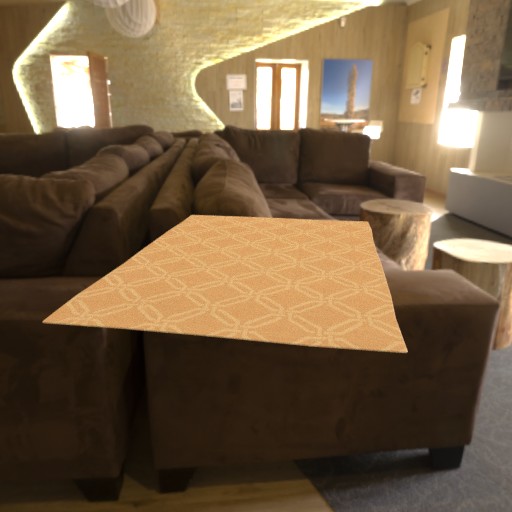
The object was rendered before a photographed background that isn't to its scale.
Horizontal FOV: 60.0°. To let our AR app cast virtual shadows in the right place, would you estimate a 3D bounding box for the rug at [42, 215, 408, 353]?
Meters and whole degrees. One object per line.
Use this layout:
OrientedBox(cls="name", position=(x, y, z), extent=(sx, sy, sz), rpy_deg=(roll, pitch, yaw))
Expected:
OrientedBox(cls="rug", position=(0.000, 0.000, 2.771), extent=(1.524, 0.013, 2.135), rpy_deg=(3, 18, 9))
